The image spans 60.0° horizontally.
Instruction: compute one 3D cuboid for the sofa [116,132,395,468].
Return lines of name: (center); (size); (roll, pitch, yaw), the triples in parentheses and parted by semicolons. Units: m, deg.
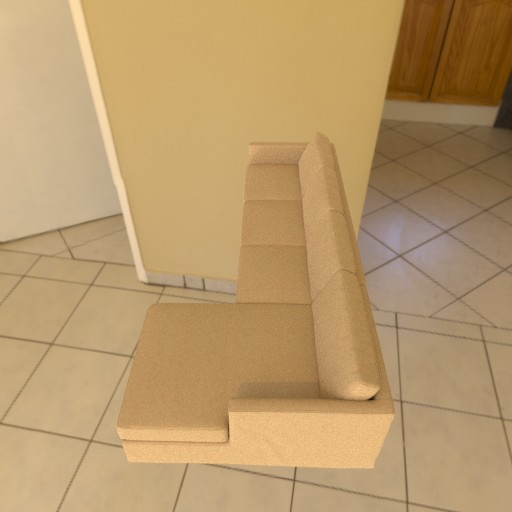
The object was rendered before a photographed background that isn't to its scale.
sofa: (0.000, 0.000, 3.783); (1.622, 0.867, 3.177); (1, 42, 1)
